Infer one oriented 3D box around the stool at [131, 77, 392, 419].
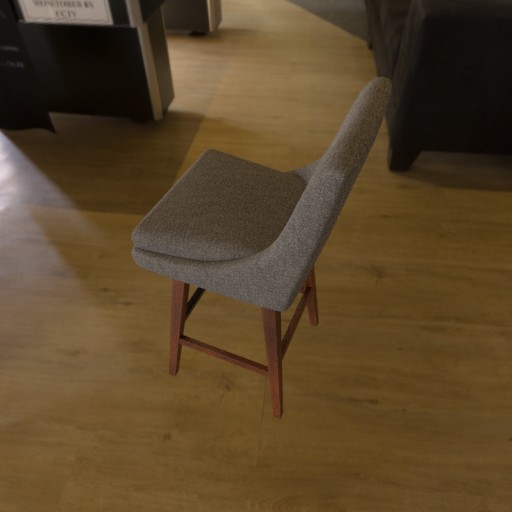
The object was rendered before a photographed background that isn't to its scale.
[{"bbox_3d":[0.000,0.000,1.391,0.572,1.068,0.489,17,48,16],"label":"stool"}]
